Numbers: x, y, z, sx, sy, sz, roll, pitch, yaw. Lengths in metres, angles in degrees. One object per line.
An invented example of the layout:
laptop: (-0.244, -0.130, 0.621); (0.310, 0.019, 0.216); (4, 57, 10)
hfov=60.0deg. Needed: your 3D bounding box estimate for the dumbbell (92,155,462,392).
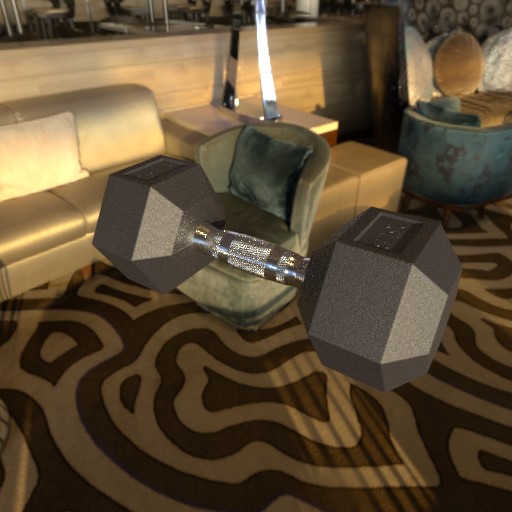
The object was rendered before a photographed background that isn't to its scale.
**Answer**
dumbbell: (0.000, 0.000, 0.383); (0.315, 0.113, 0.129); (19, 36, 28)
